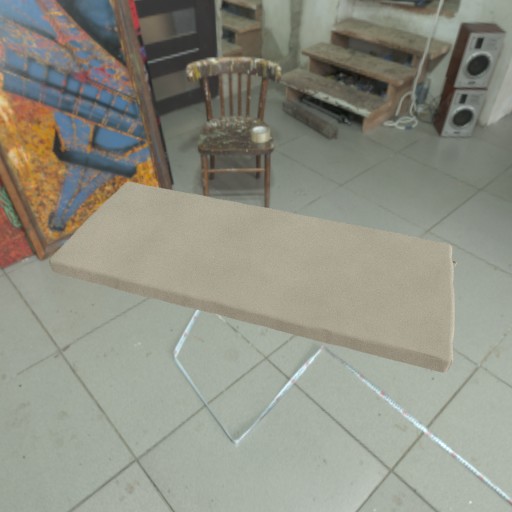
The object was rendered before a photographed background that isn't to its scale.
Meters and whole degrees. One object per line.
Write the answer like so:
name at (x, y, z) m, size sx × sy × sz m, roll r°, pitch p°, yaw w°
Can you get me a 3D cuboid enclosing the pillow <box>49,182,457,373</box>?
pillow at (0.000, 0.000, 1.367) m, size 1.187 × 0.081 × 0.492 m, roll 12°, pitch 44°, yaw 13°
